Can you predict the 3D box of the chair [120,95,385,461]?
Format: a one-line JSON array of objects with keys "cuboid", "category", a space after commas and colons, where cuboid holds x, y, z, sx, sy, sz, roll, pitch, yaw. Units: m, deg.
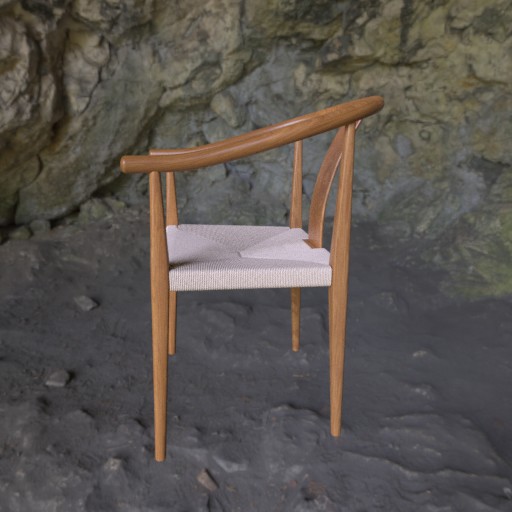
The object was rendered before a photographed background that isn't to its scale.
[{"cuboid": [0.000, 0.000, 1.181, 0.579, 0.800, 0.556, -2, 15, -7], "category": "chair"}]
